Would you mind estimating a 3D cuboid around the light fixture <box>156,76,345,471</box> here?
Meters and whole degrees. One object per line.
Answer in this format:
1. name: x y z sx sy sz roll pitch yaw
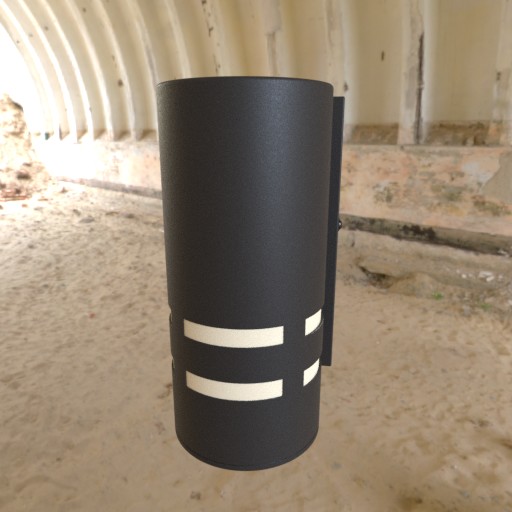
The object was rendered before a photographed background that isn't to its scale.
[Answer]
1. light fixture: 0.000 0.000 0.255 0.098 0.179 0.138 3 16 10
